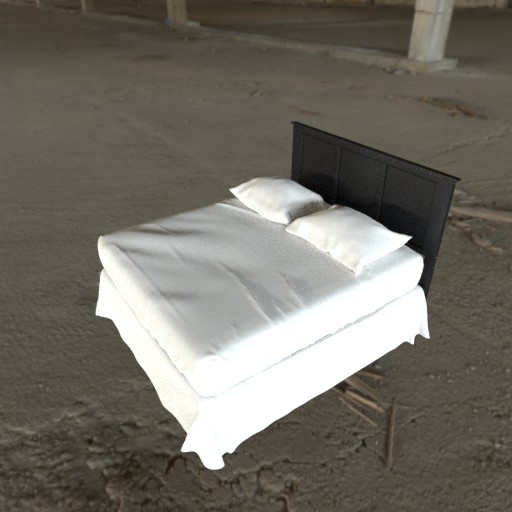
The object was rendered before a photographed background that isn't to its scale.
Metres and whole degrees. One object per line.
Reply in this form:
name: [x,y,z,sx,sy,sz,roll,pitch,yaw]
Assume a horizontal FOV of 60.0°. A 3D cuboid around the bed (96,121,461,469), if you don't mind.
bed: [0.000,0.000,3.224,2.050,1.270,1.870,-20,37,-29]
